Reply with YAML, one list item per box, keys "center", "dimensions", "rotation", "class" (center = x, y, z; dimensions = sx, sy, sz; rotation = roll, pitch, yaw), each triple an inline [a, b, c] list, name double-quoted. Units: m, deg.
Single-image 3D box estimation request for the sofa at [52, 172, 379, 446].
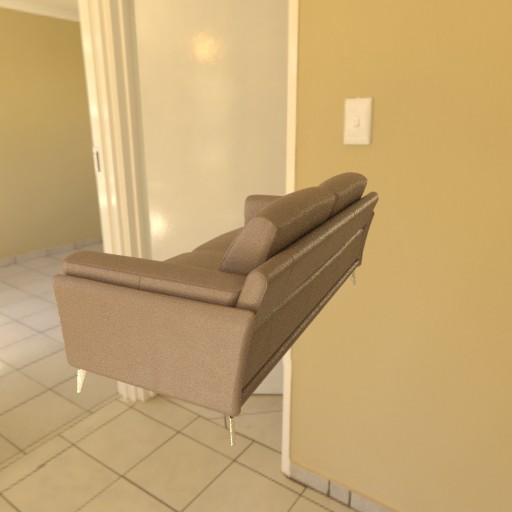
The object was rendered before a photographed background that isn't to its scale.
- center: [0.000, 0.000, 2.680]
  dimensions: [1.049, 0.930, 2.101]
  rotation: [8, 19, 24]
  class: "sofa"
